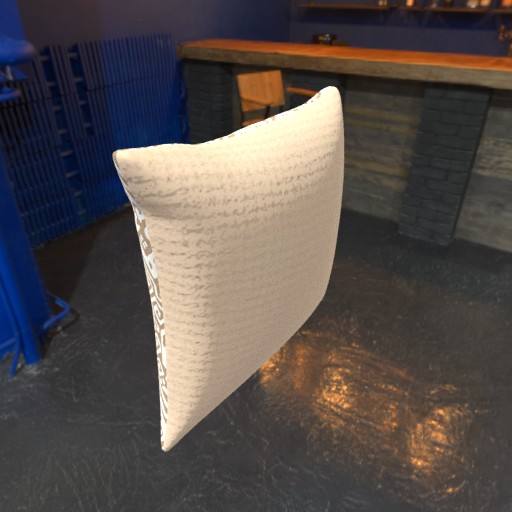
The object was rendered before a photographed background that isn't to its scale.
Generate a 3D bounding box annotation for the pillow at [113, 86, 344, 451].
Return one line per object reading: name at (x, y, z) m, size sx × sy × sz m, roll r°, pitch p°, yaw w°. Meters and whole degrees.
pillow at (0.000, 0.000, 0.634) m, size 0.173 × 0.407 × 0.419 m, roll 21°, pitch 36°, yaw 31°
